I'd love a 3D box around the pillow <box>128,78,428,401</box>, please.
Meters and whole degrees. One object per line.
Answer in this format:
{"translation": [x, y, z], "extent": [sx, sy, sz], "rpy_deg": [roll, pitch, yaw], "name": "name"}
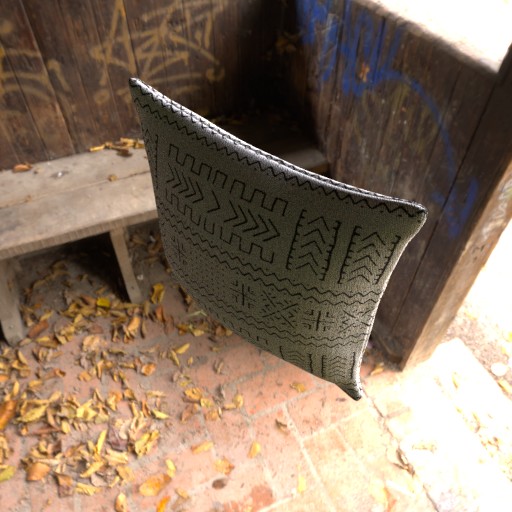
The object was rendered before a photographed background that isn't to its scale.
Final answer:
{"translation": [0.000, 0.000, 0.669], "extent": [0.438, 0.430, 0.164], "rpy_deg": [30, 55, 24], "name": "pillow"}
